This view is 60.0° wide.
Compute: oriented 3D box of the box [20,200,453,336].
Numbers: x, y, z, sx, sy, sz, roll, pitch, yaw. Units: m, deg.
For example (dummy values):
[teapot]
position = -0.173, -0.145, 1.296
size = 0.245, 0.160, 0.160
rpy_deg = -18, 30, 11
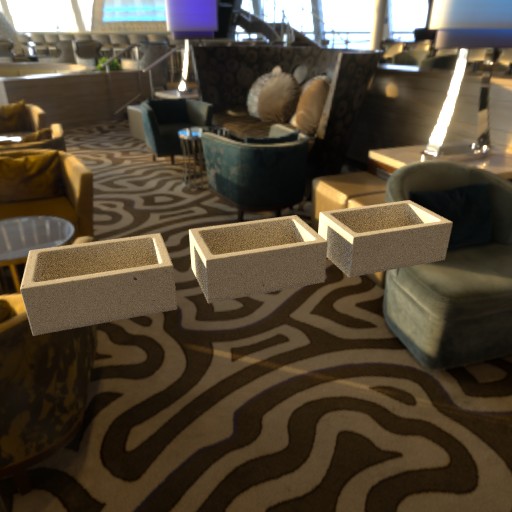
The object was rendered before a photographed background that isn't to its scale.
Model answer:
[box]
position = 0.000, 0.000, 0.497
size = 0.461, 0.051, 0.082
rpy_deg = -9, 28, -17
